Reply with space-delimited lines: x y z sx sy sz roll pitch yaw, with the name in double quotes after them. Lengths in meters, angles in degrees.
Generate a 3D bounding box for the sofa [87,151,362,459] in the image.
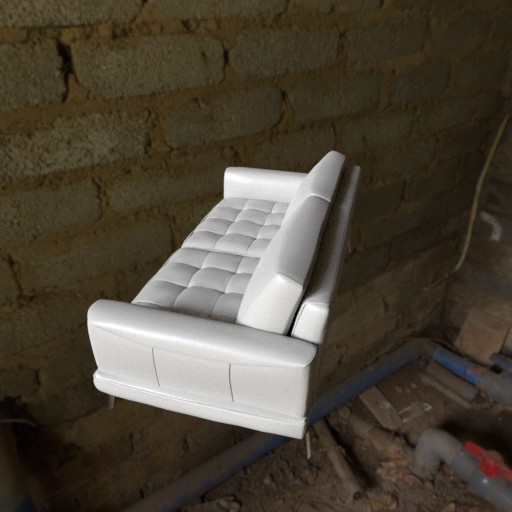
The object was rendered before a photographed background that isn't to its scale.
0.000 0.000 2.824 1.121 0.930 2.177 8 32 13 "sofa"
